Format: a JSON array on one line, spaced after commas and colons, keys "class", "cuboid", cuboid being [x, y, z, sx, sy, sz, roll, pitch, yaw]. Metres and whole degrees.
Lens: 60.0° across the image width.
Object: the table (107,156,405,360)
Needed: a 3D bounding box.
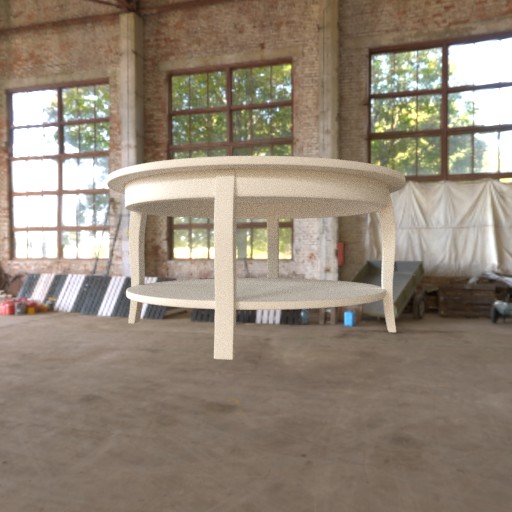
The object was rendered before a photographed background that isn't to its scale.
[{"class": "table", "cuboid": [0.000, 0.000, 1.430, 0.910, 0.457, 0.910, 0, 1, 0]}]
